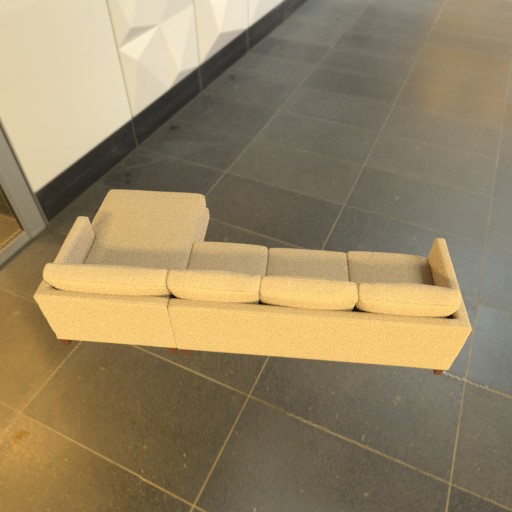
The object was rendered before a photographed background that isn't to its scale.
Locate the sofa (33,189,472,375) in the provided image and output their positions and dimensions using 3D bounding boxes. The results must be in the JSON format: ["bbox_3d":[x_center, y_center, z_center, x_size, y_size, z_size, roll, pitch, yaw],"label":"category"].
[{"bbox_3d":[0.000,0.000,3.903,3.186,0.861,1.625,4,46,4],"label":"sofa"}]
